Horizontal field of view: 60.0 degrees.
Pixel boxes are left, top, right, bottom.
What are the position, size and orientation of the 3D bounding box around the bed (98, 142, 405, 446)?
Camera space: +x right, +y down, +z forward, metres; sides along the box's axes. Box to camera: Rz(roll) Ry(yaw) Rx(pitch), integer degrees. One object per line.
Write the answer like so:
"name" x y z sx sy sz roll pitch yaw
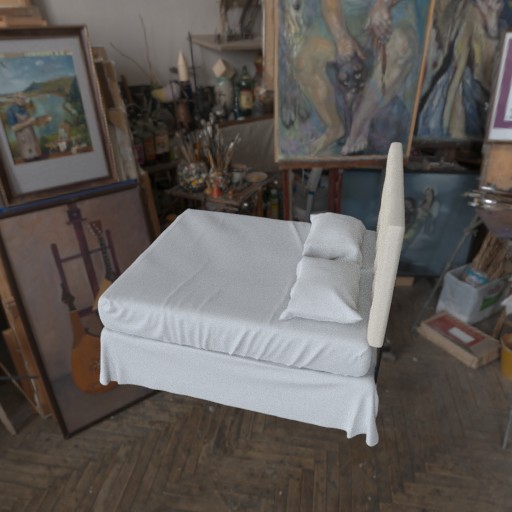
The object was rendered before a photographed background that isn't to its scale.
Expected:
"bed" 0.000 0.000 3.598 2.222 1.577 1.936 8 31 13
